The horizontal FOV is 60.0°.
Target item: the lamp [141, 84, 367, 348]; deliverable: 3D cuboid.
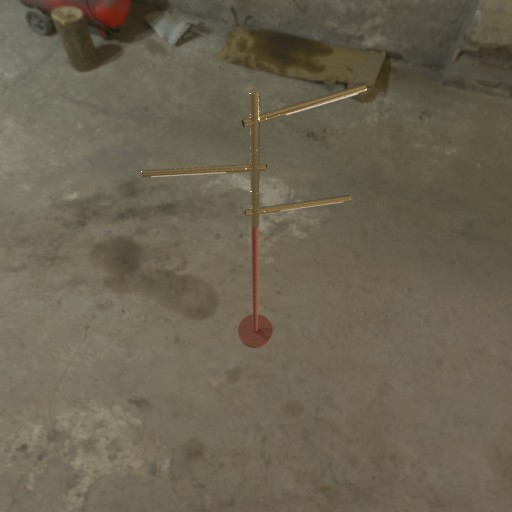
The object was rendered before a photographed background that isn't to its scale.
[{"bbox_3d":[0.000,0.000,1.943,0.737,1.704,0.209,-15,59,-9],"label":"lamp"}]
